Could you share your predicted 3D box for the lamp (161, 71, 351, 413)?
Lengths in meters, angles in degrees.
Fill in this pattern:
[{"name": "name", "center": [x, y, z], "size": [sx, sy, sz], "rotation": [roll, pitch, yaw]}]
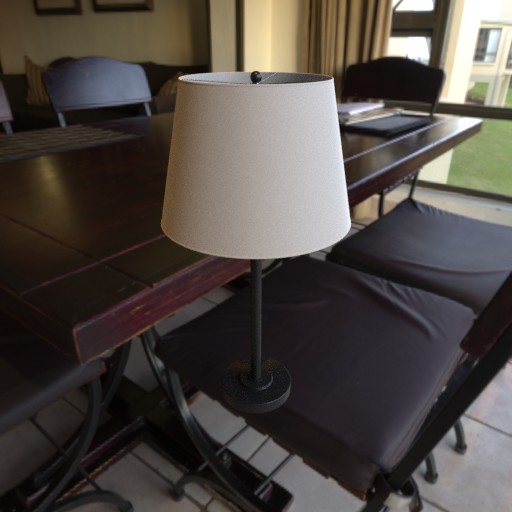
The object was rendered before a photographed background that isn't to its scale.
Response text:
[{"name": "lamp", "center": [0.000, 0.000, 0.901], "size": [0.363, 0.696, 0.363], "rotation": [0, 26, 0]}]
